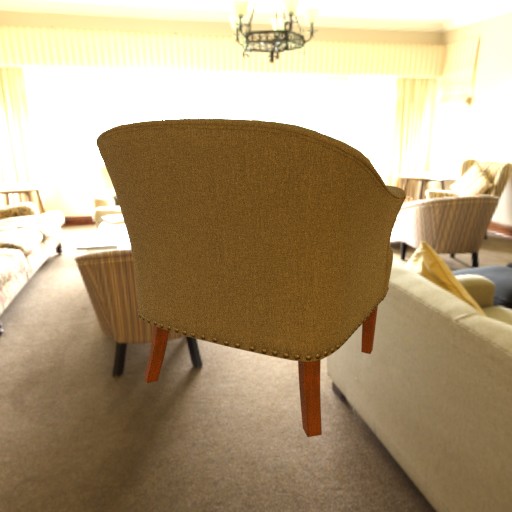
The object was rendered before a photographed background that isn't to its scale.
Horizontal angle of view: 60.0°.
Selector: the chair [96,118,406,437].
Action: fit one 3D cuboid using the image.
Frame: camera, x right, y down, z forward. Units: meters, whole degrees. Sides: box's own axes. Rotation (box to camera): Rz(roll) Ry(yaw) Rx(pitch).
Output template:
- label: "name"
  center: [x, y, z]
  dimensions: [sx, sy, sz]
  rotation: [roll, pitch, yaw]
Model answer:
- label: "chair"
  center: [0.000, 0.000, 1.389]
  dimensions: [0.798, 0.815, 0.704]
  rotation: [9, 18, 27]
